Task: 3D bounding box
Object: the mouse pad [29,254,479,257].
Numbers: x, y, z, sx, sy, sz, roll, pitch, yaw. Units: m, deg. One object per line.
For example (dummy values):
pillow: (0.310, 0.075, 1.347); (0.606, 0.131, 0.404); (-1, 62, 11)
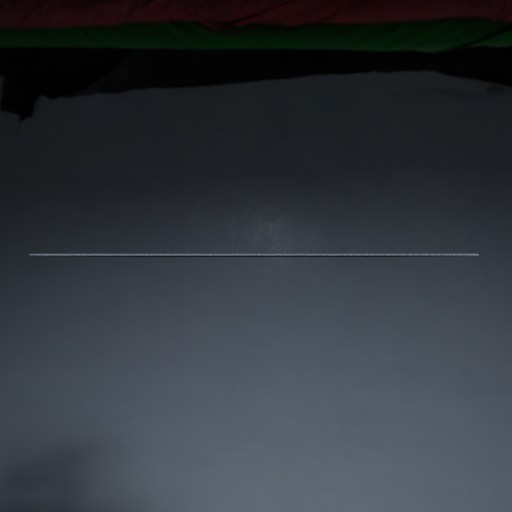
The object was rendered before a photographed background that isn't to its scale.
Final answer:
mouse pad: (0.000, 0.000, 0.621); (0.451, 0.002, 0.393); (0, 0, 2)
